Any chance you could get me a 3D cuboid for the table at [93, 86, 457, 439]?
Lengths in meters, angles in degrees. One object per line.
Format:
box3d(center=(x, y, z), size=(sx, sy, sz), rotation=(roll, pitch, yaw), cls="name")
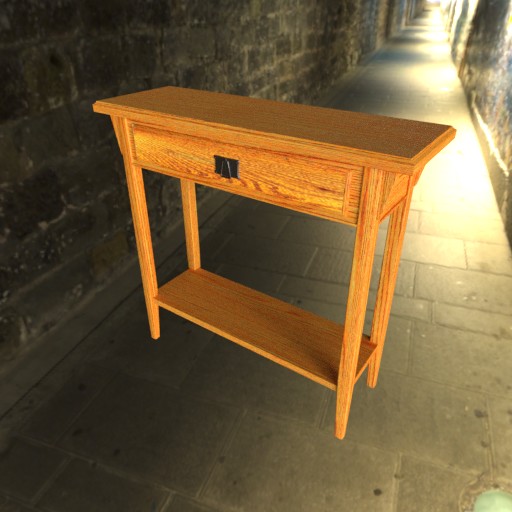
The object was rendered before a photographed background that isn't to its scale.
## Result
box3d(center=(0.000, 0.000, 1.124), size=(0.762, 0.711, 0.254), rotation=(19, 36, 29), cls="table")
